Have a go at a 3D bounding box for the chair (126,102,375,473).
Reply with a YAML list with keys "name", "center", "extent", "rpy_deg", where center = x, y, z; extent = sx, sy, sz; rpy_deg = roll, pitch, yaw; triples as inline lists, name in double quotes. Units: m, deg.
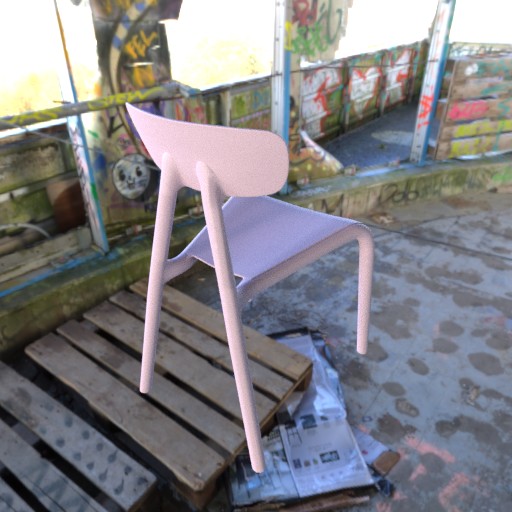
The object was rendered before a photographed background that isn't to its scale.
- name: "chair"
  center: [0.000, 0.000, 0.834]
  extent: [0.356, 0.580, 0.401]
  rpy_deg: [21, 37, 31]
